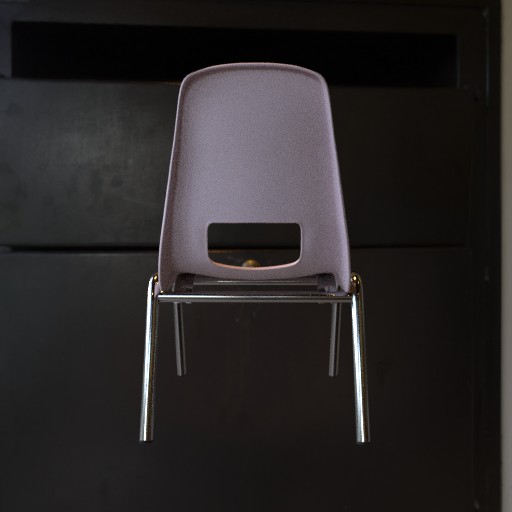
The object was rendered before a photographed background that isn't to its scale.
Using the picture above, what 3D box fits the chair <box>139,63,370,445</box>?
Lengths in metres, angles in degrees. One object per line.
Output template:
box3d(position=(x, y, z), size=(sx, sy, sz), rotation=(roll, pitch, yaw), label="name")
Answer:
box3d(position=(0.000, 0.000, 0.797), size=(0.354, 0.536, 0.385), rotation=(0, 0, 1), label="chair")
